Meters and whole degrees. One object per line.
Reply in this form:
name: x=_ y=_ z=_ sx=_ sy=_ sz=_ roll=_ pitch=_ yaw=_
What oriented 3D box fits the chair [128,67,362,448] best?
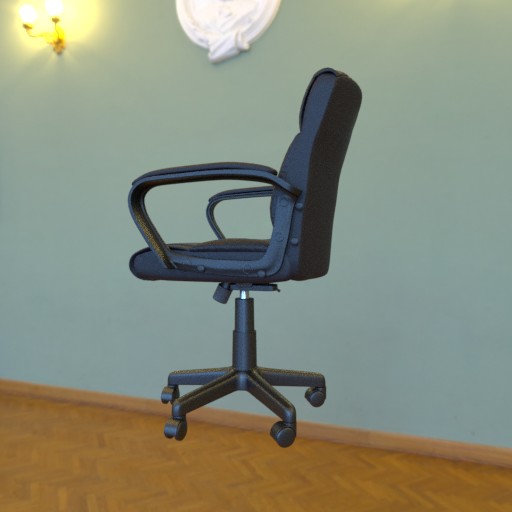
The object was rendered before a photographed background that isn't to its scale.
chair: x=0.000 y=0.000 z=1.393 sx=0.641 sy=0.998 sz=0.576 roll=1 pitch=2 yaw=18
